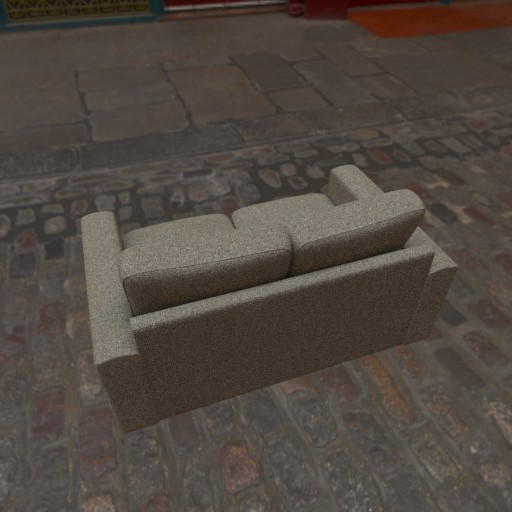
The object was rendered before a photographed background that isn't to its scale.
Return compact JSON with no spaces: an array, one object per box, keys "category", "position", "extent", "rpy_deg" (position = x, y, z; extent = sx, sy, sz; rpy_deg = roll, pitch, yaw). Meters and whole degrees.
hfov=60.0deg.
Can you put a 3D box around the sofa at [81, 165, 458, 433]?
[{"category":"sofa","position":[0.000,0.000,2.252],"extent":[1.616,0.873,1.016],"rpy_deg":[-13,43,-14]}]
